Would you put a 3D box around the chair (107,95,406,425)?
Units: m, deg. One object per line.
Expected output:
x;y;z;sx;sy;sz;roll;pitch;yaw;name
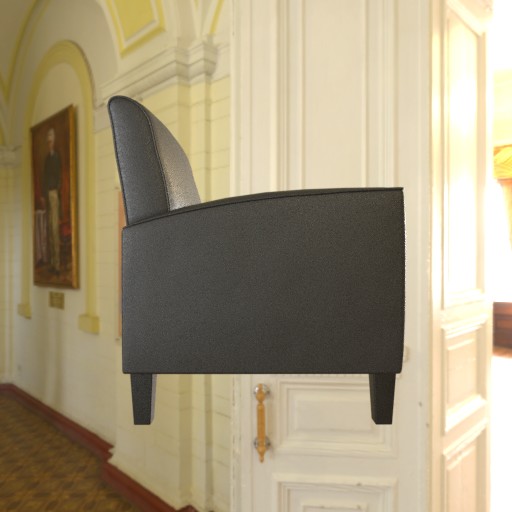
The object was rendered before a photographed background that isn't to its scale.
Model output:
0.000;0.000;1.581;0.819;0.916;0.820;0;1;0;chair
